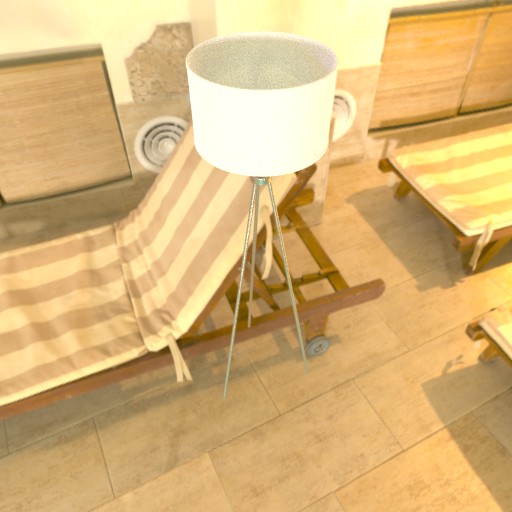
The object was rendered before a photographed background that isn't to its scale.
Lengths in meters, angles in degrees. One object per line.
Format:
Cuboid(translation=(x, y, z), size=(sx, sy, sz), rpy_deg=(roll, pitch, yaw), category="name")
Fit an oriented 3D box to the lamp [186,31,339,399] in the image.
Cuboid(translation=(0.000, 0.000, 1.748), size=(0.448, 1.545, 0.458), rpy_deg=(-15, 47, -15), category="lamp")
